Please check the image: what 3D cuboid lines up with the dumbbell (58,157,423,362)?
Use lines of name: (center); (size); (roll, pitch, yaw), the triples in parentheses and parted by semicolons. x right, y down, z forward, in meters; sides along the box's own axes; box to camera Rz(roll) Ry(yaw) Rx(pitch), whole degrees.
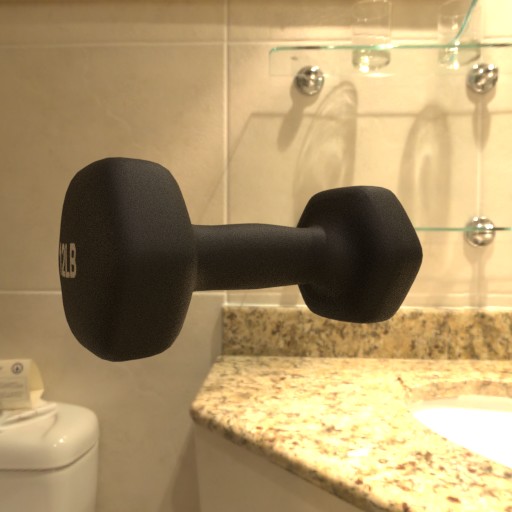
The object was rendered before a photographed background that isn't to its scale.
dumbbell: (0.000, 0.000, 0.287); (0.231, 0.101, 0.112); (-1, 2, -35)
